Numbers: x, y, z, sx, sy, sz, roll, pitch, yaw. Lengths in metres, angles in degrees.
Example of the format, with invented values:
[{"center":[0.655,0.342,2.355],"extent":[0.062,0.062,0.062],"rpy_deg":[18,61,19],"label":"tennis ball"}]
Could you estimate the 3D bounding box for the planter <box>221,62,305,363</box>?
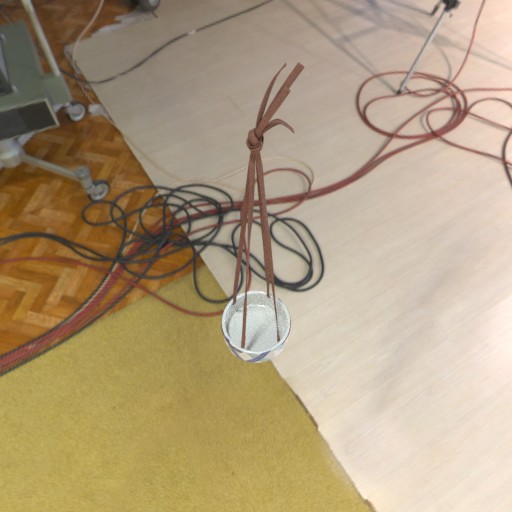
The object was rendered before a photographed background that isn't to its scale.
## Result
[{"center":[0.000,0.000,0.803],"extent":[0.166,0.751,0.166],"rpy_deg":[16,59,10],"label":"planter"}]
